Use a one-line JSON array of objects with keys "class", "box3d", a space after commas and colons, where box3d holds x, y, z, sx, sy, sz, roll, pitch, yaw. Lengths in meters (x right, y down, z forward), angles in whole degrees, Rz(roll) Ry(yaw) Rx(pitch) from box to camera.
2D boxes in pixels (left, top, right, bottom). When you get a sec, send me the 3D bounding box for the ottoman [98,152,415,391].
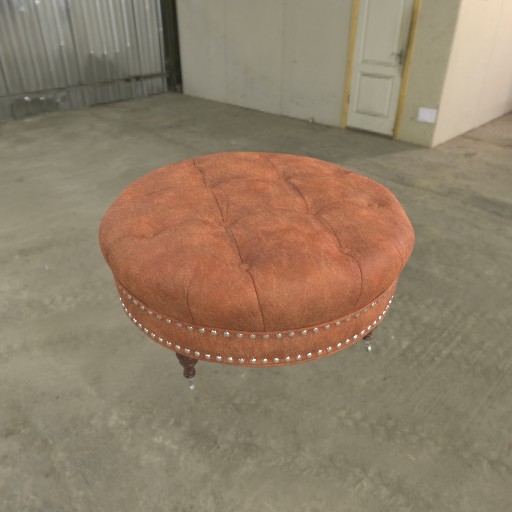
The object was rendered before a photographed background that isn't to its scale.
[{"class": "ottoman", "box3d": [0.000, 0.000, 1.381, 0.901, 0.444, 0.901, 0, 32, 0]}]
